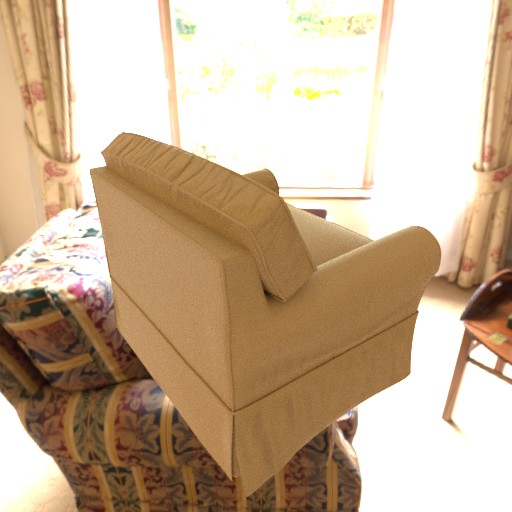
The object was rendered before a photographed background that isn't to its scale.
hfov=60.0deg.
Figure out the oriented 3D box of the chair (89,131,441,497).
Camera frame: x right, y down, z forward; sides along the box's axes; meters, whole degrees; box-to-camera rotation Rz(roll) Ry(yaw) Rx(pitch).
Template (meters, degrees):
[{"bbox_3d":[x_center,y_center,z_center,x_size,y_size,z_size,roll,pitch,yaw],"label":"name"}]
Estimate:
[{"bbox_3d":[0.000,0.000,1.751,0.903,0.937,1.096,-18,32,-32],"label":"chair"}]
